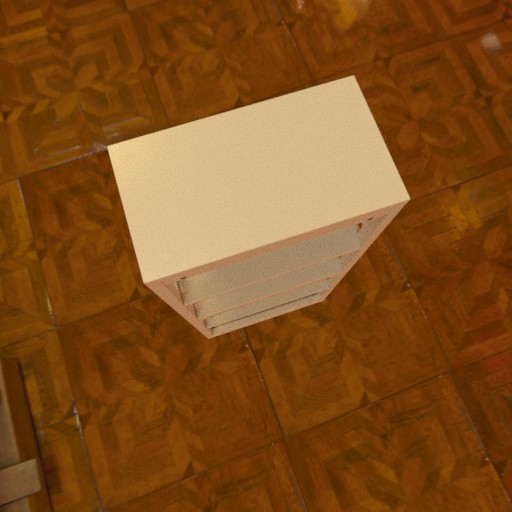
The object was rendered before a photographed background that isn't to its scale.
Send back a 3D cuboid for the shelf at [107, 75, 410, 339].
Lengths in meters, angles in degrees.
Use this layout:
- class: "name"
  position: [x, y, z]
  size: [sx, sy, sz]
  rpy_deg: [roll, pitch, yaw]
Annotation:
- class: "shelf"
  position: [0.000, 0.000, 1.679]
  size: [0.611, 1.411, 0.340]
  rpy_deg: [-18, 75, -5]
